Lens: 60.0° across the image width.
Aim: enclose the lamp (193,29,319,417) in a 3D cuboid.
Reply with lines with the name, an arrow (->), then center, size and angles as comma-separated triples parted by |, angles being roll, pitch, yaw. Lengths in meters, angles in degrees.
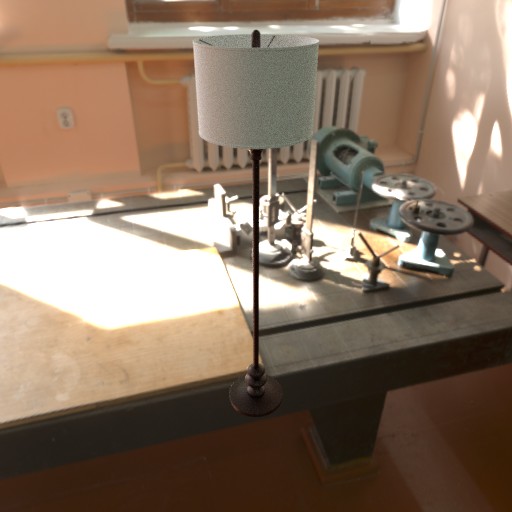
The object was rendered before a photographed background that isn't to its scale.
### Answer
lamp -> 0.000, 0.000, 1.630 | 0.356, 1.487, 0.356 | 10, 33, 16
